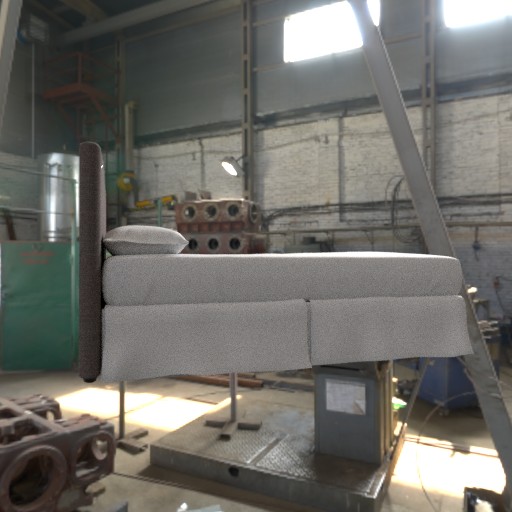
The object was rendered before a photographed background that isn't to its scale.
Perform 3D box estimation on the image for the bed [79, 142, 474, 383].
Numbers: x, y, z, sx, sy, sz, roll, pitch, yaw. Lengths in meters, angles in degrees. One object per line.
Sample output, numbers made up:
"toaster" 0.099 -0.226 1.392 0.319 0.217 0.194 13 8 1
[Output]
"bed" 0.000 0.000 3.800 2.689 1.457 2.161 0 0 -18
